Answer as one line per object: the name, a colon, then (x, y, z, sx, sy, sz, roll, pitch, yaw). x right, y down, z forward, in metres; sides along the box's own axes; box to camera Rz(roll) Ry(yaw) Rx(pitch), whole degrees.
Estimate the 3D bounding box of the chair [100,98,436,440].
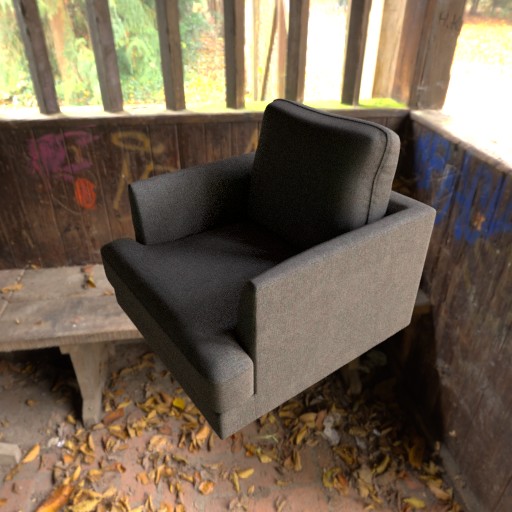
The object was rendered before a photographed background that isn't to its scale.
chair: (0.000, 0.000, 1.626, 0.899, 0.957, 0.858, -21, 38, -30)
